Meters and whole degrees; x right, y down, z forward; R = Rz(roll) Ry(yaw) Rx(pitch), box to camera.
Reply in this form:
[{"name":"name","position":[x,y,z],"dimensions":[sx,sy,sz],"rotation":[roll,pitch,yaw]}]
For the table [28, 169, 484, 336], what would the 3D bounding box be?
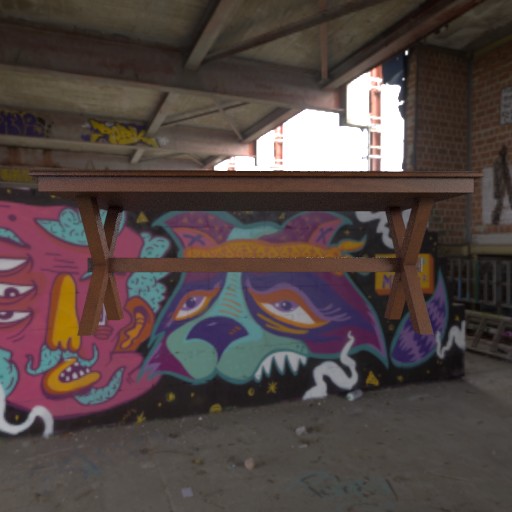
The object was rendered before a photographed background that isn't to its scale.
[{"name":"table","position":[0.000,0.000,1.465],"dimensions":[1.197,0.459,0.594],"rotation":[0,1,-1]}]
